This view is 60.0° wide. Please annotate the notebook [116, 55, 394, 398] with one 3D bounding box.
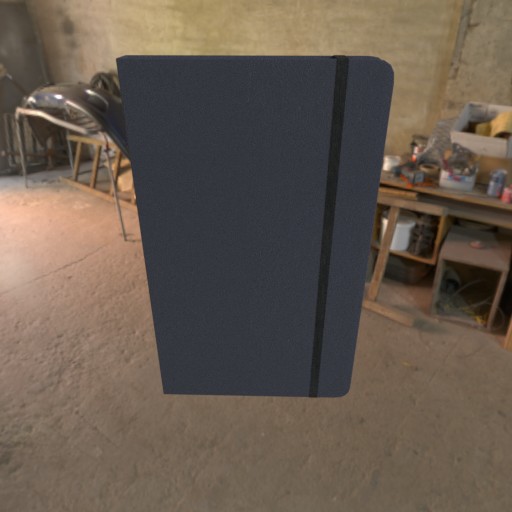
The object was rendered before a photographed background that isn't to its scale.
[{"bbox_3d":[0.000,0.000,0.258,0.127,0.213,0.016,1,29,1],"label":"notebook"}]
